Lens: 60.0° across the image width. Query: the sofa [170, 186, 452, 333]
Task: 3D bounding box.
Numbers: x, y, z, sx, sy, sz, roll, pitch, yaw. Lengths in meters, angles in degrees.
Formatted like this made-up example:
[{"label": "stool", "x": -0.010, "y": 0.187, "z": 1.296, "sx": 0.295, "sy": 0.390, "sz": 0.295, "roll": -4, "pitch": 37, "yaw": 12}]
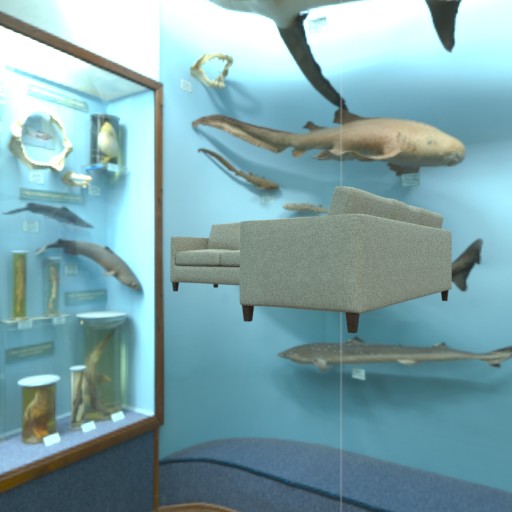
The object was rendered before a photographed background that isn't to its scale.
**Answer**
[{"label": "sofa", "x": 0.000, "y": 0.000, "z": 4.616, "sx": 3.333, "sy": 0.934, "sz": 2.522, "roll": 0, "pitch": 0, "yaw": 36}]
